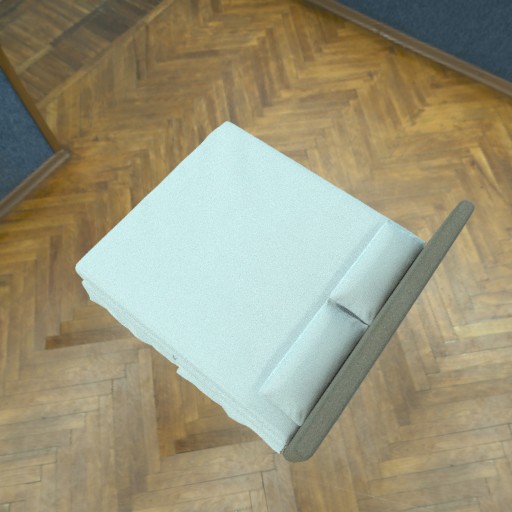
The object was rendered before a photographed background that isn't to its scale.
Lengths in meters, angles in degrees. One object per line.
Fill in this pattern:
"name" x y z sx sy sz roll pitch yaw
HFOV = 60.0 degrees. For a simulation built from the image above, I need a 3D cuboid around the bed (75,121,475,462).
"bed" 0.000 0.000 3.591 2.341 1.317 2.119 35 69 15
